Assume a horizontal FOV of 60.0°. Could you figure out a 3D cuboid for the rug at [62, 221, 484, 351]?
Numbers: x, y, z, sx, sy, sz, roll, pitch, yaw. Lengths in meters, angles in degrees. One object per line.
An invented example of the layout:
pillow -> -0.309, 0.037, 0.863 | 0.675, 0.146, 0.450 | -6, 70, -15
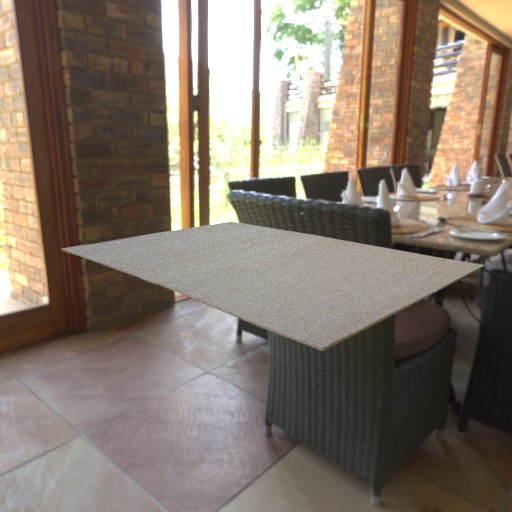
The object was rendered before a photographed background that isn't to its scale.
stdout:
rug -> 0.000, 0.000, 3.639 | 2.032, 0.038, 2.869 | -13, 19, -43
